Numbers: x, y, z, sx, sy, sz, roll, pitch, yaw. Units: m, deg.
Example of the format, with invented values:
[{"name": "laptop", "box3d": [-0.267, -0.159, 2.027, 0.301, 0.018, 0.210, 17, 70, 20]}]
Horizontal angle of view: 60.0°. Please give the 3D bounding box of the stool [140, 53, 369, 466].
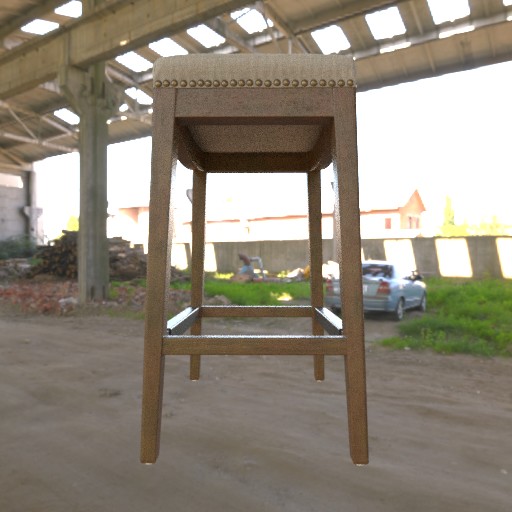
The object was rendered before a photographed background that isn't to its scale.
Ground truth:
[{"name": "stool", "box3d": [0.000, 0.000, 0.944, 0.356, 0.660, 0.508, 0, -1, 1]}]
